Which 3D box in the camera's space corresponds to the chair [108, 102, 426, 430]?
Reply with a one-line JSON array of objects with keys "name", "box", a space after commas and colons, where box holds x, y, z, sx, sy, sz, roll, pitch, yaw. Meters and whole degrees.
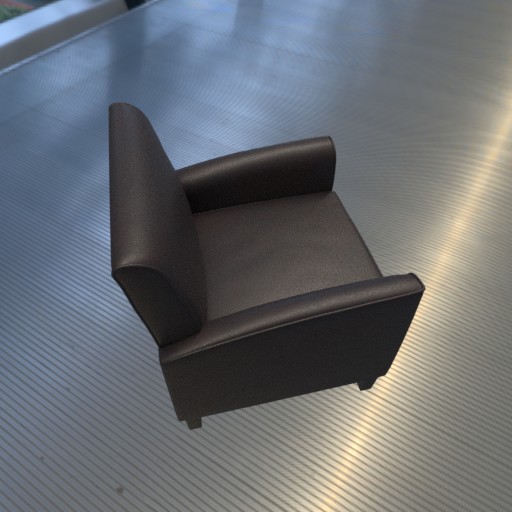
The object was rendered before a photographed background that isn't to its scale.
[{"name": "chair", "box": [0.000, 0.000, 1.577, 0.819, 0.916, 0.820, -10, 48, -9]}]
